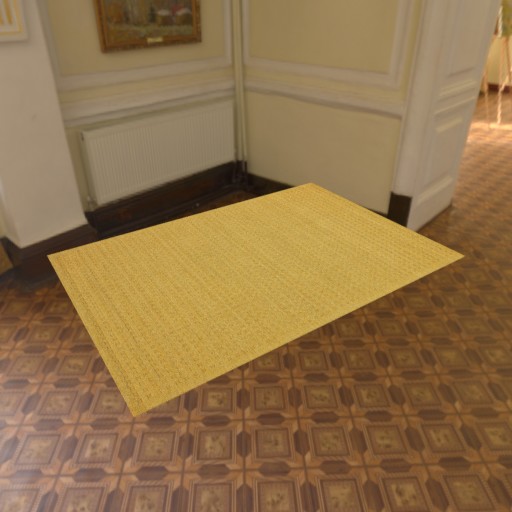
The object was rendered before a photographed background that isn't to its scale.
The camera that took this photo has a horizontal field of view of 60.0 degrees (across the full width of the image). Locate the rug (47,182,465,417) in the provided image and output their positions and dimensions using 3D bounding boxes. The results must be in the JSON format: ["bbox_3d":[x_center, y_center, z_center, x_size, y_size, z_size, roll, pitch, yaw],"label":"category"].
[{"bbox_3d":[0.000,0.000,3.724,2.895,0.006,1.981,-19,36,-29],"label":"rug"}]
